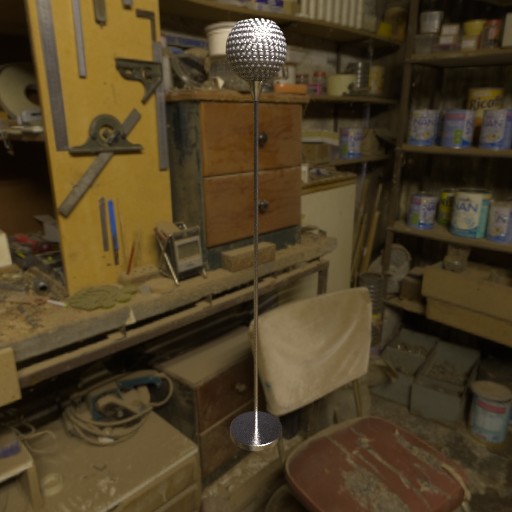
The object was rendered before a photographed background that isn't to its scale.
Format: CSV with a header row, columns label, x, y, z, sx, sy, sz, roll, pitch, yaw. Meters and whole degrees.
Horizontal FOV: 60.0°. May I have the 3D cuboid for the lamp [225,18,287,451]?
label,x,y,z,sx,sy,sz,roll,pitch,yaw
lamp,0.000,0.000,1.901,0.254,1.805,0.254,0,17,0
